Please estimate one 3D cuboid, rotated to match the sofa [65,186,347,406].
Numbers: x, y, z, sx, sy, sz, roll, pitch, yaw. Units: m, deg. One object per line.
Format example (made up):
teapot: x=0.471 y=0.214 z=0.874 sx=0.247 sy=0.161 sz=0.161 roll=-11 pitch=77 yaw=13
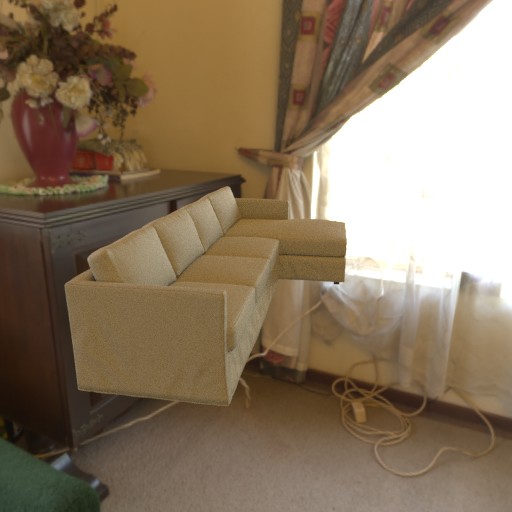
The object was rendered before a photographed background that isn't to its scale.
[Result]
sofa: x=0.000 y=0.000 z=3.902 sx=1.622 sy=0.867 sz=3.177 roll=3 pitch=16 yaw=10
